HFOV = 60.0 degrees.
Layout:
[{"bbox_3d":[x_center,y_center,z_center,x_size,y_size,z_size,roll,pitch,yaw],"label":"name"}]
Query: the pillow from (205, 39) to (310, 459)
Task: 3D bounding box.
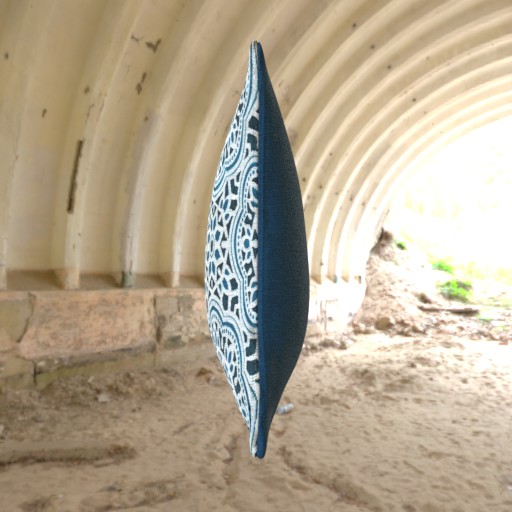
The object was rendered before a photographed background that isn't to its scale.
[{"bbox_3d":[0.000,0.000,0.655,0.145,0.420,0.440,0,-3,0],"label":"pillow"}]
